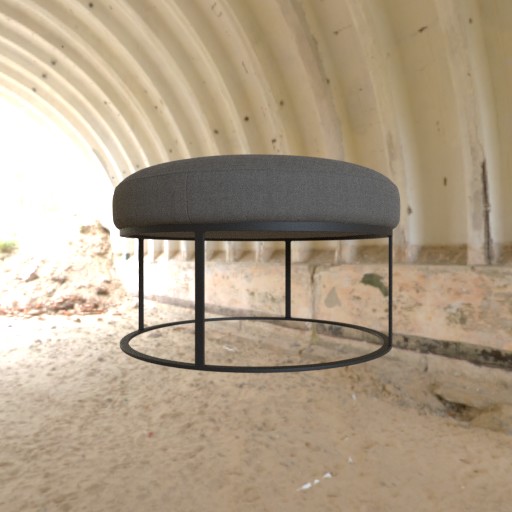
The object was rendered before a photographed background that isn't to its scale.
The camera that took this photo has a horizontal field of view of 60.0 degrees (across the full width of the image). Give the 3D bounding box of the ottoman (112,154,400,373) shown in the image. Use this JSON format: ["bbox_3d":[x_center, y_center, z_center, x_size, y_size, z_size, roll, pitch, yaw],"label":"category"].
[{"bbox_3d":[0.000,0.000,1.241,0.772,0.460,0.772,0,0,0],"label":"ottoman"}]
